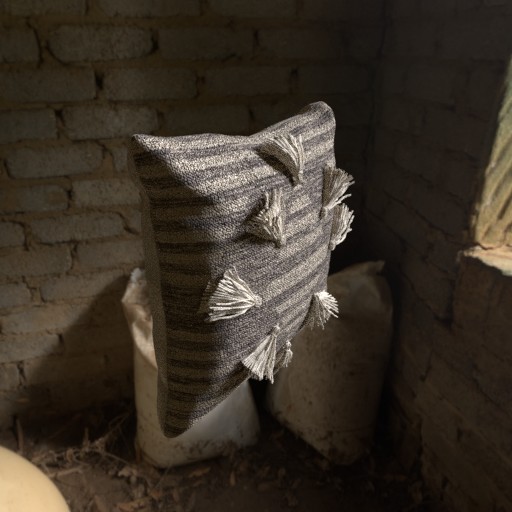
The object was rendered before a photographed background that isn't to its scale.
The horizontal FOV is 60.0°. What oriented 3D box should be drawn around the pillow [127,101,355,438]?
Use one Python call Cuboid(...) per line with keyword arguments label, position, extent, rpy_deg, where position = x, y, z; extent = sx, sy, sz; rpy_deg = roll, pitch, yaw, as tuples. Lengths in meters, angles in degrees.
Cuboid(label="pillow", position=(0.000, 0.000, 0.794), extent=(0.234, 0.490, 0.484), rpy_deg=(17, 30, 32))
